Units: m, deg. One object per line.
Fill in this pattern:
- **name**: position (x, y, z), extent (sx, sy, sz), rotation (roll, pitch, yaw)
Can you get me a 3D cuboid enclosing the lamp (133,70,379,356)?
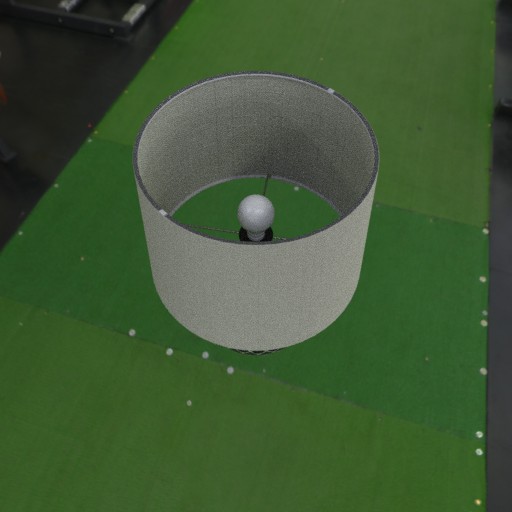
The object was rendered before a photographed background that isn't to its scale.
- **lamp**: position (0.000, 0.000, 0.814), extent (0.376, 0.540, 0.376), rotation (0, 57, 0)
